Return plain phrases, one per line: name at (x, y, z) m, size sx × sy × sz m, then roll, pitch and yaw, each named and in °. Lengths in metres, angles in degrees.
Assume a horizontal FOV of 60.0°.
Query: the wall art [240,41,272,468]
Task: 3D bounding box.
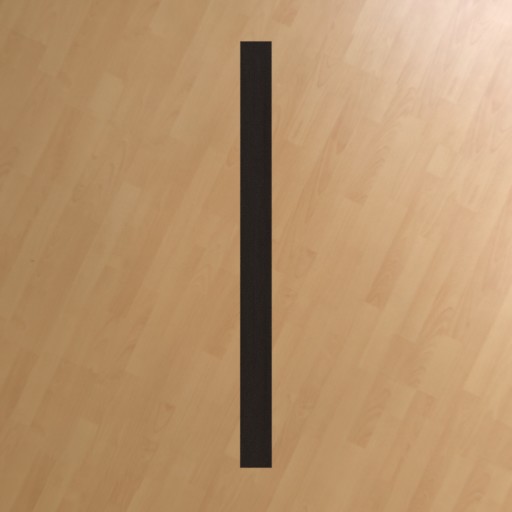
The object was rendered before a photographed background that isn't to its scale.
wall art at (0.000, 0.000, 0.749) m, size 0.034 × 0.552 × 0.455 m, roll 0°, pitch 89°, yaw 0°
